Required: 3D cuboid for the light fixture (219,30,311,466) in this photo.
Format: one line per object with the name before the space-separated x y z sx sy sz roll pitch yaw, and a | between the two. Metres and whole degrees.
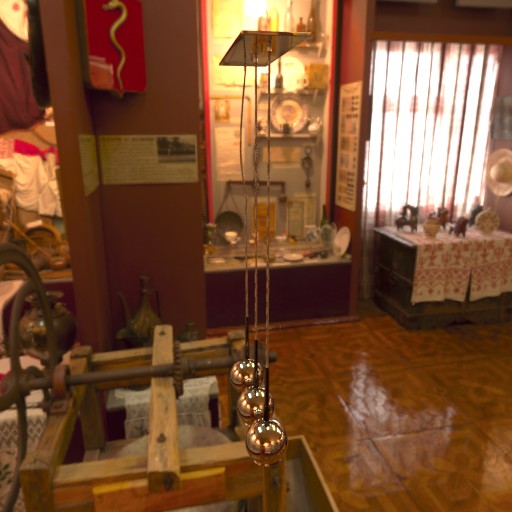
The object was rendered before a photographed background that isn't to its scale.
light fixture | 0.000 0.000 1.658 0.188 1.408 0.623 -3 16 -10
